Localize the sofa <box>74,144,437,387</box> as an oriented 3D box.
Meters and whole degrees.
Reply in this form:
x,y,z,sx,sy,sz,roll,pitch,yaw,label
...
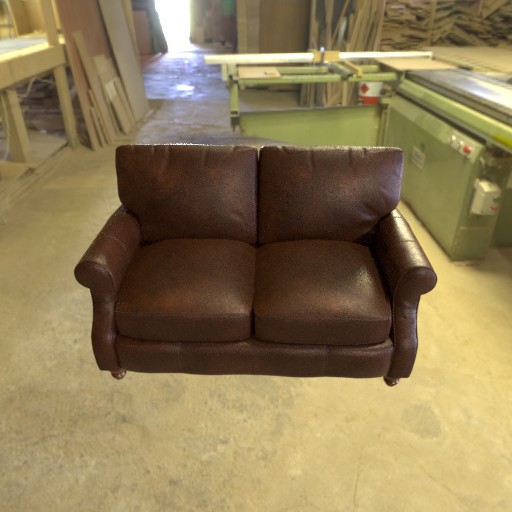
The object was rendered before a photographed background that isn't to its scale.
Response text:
x,y,z,sx,sy,sz,roll,pitch,yaw,label
0.000,0.000,2.276,1.616,0.976,0.990,1,30,2,sofa
